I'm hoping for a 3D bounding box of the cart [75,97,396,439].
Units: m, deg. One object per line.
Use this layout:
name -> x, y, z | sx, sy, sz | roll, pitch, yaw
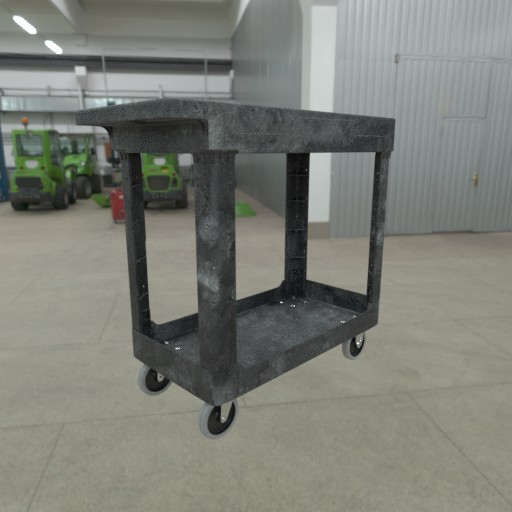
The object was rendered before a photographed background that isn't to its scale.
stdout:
cart -> 0.000, 0.000, 1.355 | 0.877, 0.824, 0.420 | -13, 19, -43
